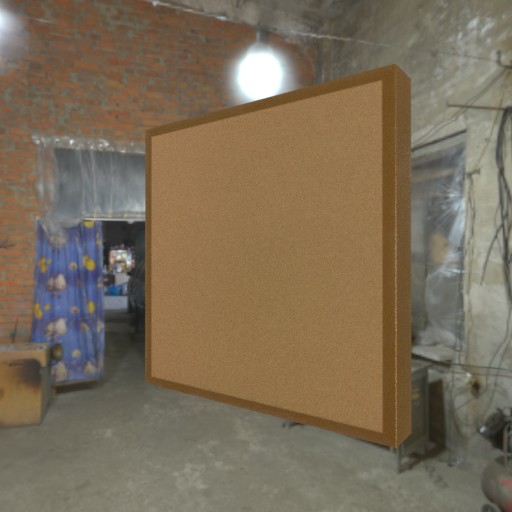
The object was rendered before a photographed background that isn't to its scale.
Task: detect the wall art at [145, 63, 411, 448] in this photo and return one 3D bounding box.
[{"bbox_3d":[0.000,0.000,0.458,0.306,0.305,0.038,0,0,37],"label":"wall art"}]
